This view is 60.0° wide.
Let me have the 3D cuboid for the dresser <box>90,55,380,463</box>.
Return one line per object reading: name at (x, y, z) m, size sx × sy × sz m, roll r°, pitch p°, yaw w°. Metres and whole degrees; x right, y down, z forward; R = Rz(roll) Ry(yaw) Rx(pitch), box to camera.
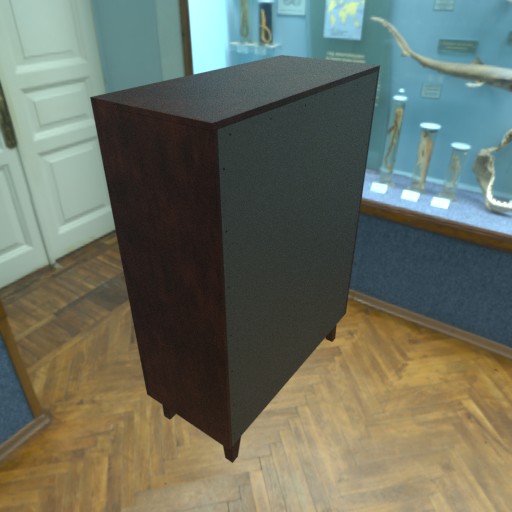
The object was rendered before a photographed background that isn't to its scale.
dresser at (0.000, 0.000, 2.003) m, size 0.506 × 1.514 × 1.072 m, roll 21°, pitch 38°, yaw 30°
